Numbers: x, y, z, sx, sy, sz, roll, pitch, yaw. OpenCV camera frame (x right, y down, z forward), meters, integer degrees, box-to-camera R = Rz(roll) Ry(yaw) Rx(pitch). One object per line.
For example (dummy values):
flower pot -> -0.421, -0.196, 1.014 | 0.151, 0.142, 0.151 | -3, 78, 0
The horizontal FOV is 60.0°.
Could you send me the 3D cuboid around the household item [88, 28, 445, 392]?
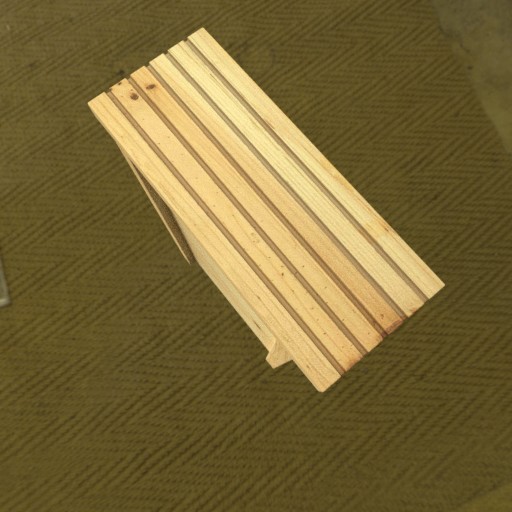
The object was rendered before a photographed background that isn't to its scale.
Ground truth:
household item -> 0.000, 0.000, 0.549 | 0.123, 0.407, 0.301 | -38, 78, -10
